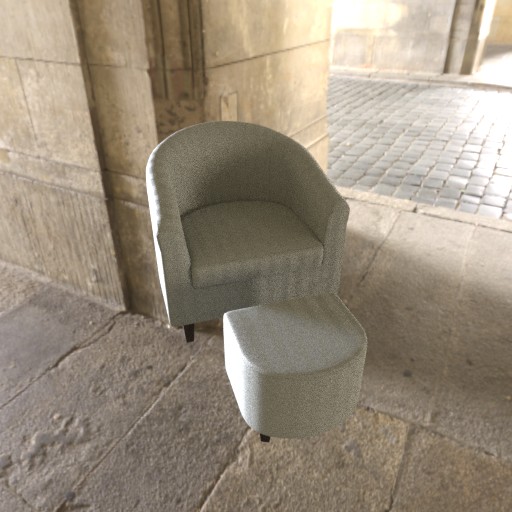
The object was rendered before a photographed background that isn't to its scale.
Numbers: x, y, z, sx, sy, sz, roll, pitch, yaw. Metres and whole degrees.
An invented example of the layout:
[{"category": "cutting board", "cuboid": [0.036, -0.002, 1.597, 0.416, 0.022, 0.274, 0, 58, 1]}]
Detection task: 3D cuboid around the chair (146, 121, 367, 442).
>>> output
[{"category": "chair", "cuboid": [0.000, 0.000, 1.764, 0.756, 0.757, 1.288, -9, 32, -15]}]
